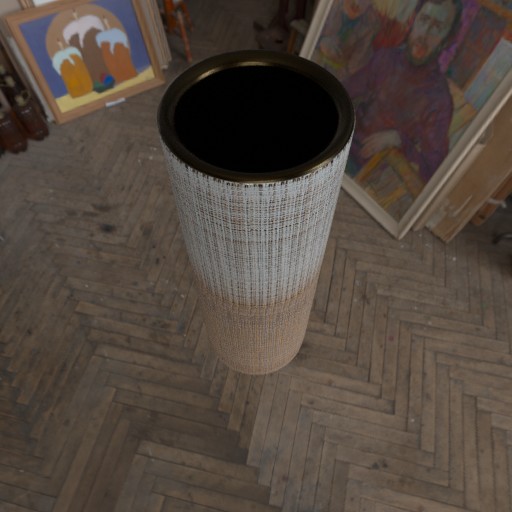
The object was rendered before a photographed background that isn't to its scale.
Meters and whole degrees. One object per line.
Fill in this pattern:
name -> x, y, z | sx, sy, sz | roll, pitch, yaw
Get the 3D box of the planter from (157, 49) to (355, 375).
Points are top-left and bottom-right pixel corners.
planter -> 0.000, 0.000, 0.337 | 0.099, 0.278, 0.099 | 16, 59, 10
